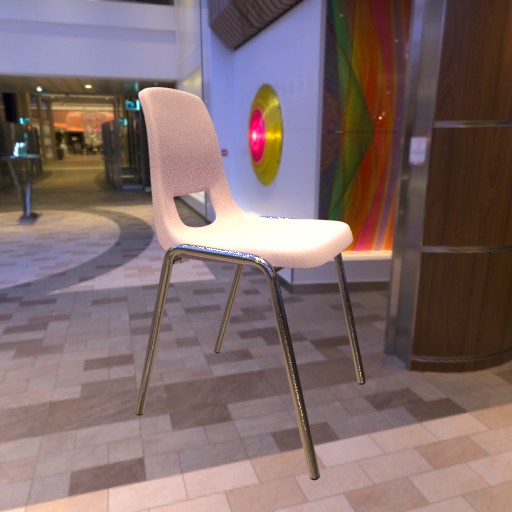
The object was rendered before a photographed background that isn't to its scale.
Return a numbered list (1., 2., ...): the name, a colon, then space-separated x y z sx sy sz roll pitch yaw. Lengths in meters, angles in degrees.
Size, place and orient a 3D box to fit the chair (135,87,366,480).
1. chair: 0.000 0.000 0.963 0.436 0.704 0.381 7 16 25
